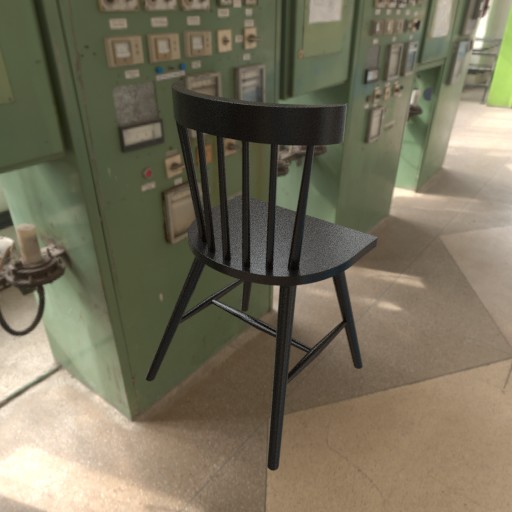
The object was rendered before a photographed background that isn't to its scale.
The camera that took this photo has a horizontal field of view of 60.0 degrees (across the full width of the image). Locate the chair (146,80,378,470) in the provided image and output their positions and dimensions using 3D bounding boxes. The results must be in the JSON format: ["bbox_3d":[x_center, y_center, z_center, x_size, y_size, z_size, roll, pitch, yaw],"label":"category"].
[{"bbox_3d":[0.000,0.000,1.188,0.506,0.844,0.483,22,37,33],"label":"chair"}]
